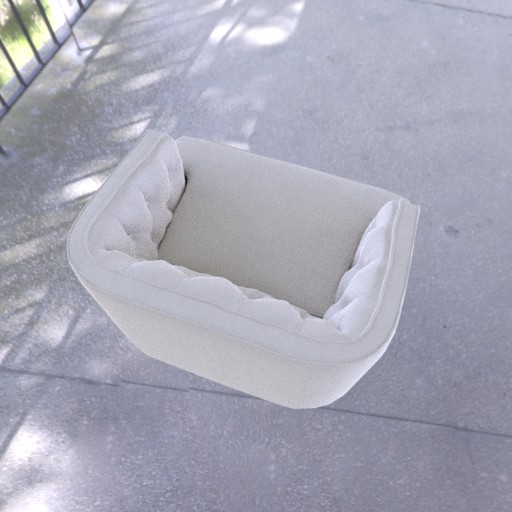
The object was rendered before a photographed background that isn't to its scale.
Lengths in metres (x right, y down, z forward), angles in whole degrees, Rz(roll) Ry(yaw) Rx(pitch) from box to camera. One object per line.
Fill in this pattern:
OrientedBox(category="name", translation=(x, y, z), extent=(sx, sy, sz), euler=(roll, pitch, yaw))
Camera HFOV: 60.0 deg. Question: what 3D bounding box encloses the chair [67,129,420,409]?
OrientedBox(category="chair", translation=(0.000, 0.000, 1.775), extent=(1.104, 0.852, 0.941), euler=(18, 64, 9))
